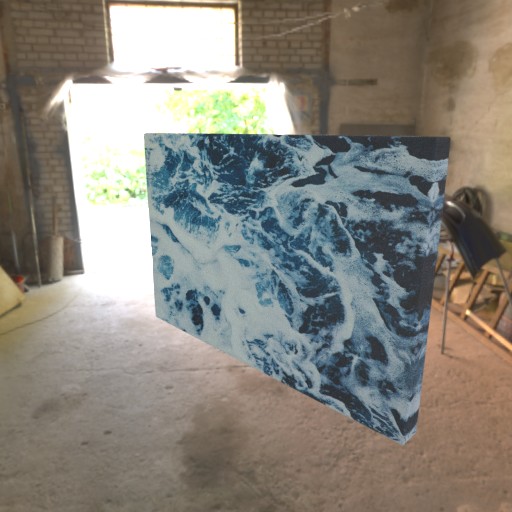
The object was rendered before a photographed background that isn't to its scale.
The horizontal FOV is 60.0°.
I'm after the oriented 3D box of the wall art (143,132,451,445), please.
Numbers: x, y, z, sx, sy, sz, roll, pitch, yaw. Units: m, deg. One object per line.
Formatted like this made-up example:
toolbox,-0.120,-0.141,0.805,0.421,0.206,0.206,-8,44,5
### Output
wall art,0.000,0.000,0.767,0.609,0.407,0.043,16,22,43
